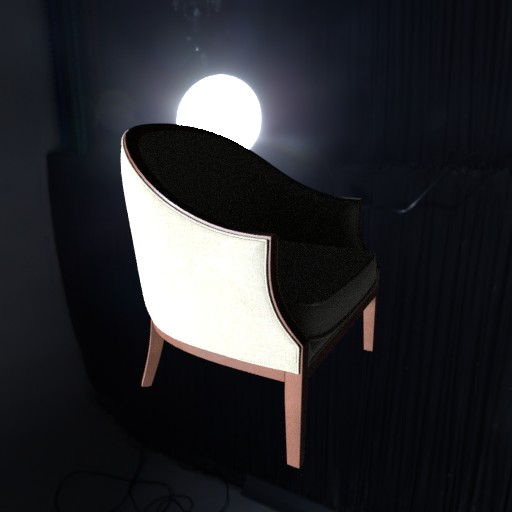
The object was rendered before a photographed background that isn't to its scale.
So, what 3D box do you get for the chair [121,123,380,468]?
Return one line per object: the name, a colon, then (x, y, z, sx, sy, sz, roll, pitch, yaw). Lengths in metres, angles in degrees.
chair: (0.000, 0.000, 1.507, 0.735, 0.876, 0.803, 8, 17, 27)
